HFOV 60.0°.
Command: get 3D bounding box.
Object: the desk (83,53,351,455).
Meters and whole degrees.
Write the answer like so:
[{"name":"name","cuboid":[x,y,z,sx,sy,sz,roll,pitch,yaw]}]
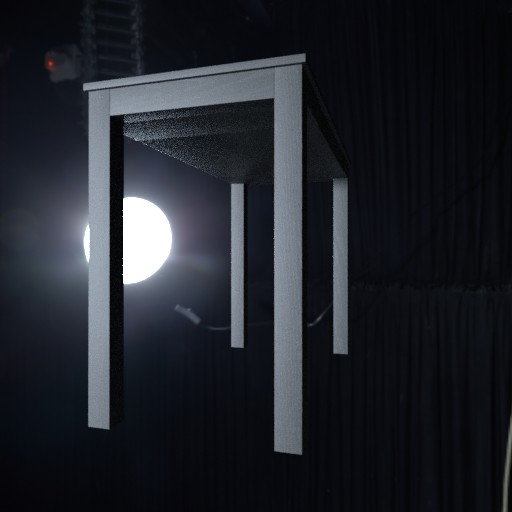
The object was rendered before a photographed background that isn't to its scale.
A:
[{"name":"desk","cuboid":[0.000,0.000,1.382,0.499,0.762,0.991,0,0,17]}]
